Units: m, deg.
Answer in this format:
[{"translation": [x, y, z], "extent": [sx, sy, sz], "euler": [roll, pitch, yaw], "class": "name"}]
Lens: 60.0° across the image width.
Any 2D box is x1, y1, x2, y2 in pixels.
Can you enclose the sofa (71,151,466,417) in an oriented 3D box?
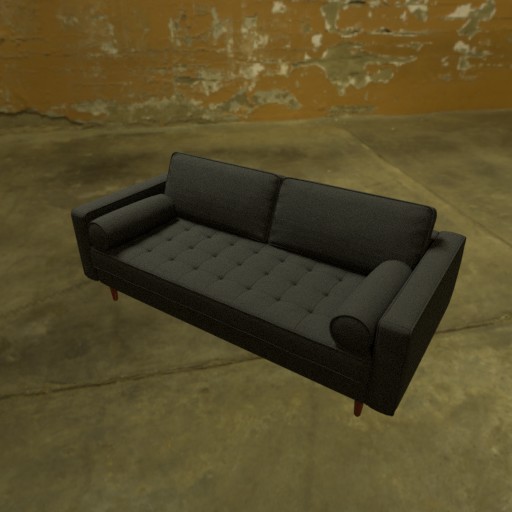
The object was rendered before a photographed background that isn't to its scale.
[{"translation": [0.000, 0.000, 2.367], "extent": [1.875, 0.759, 0.914], "euler": [18, 34, 29], "class": "sofa"}]
